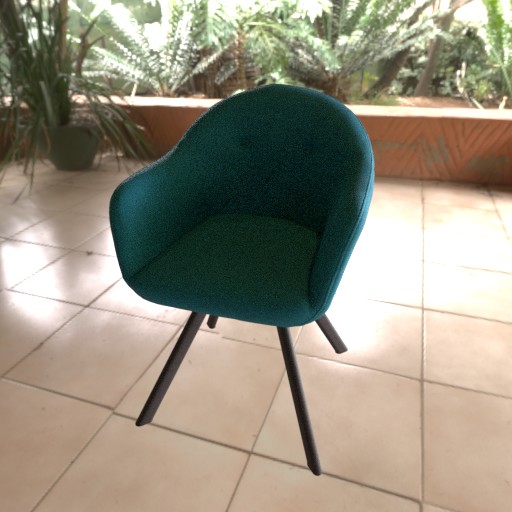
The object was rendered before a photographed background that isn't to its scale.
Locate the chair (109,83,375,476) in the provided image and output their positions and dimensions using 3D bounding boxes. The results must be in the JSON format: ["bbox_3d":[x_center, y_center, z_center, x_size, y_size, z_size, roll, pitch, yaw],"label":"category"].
[{"bbox_3d":[0.000,0.000,1.136,0.545,0.775,0.565,8,28,16],"label":"chair"}]
